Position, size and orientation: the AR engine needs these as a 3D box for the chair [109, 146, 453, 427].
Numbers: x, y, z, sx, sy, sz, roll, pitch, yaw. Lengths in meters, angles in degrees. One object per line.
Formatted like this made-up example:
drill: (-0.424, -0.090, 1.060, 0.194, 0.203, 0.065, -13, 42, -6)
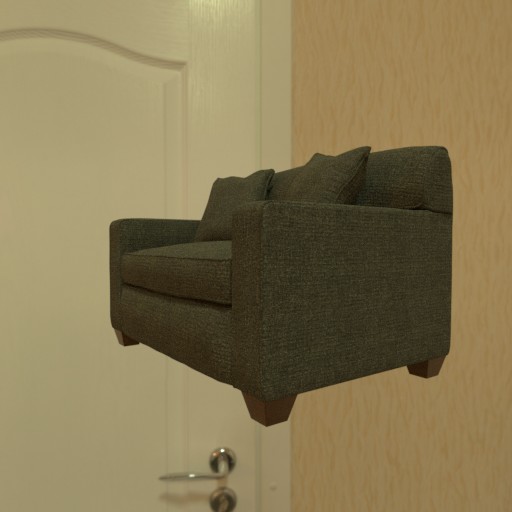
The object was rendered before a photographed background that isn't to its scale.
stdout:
chair: (0.000, 0.000, 2.048, 1.000, 0.948, 1.383, -1, 2, -35)
